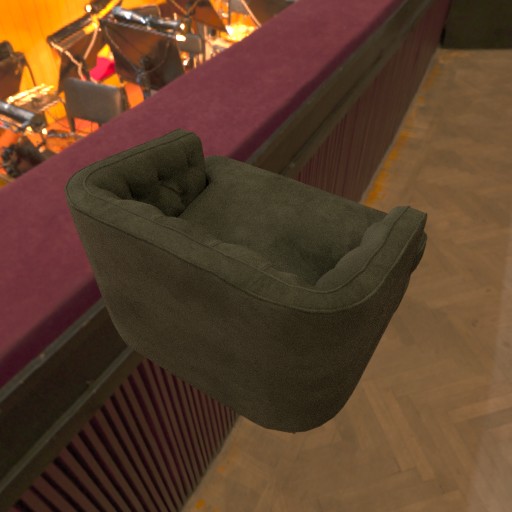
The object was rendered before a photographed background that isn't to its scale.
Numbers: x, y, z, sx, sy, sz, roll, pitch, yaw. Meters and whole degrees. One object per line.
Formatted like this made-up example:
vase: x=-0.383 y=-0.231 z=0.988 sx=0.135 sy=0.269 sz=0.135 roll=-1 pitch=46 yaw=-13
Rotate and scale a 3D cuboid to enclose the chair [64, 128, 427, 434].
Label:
chair: x=0.000 y=0.000 z=1.733 sx=1.104 sy=0.852 sz=0.941 roll=24 pitch=50 yaw=22
